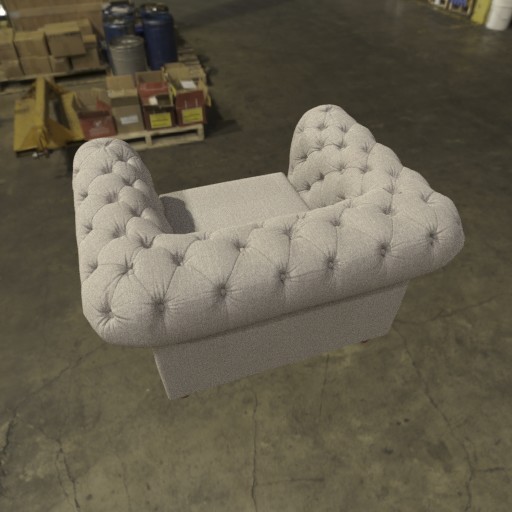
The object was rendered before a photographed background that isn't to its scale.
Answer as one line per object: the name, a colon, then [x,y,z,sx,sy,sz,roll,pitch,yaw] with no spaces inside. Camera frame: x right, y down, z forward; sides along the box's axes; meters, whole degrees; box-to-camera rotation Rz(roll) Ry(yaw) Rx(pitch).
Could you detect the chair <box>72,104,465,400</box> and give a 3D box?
chair: [0.000,0.000,1.803,1.270,0.770,0.976,-13,43,-14]
